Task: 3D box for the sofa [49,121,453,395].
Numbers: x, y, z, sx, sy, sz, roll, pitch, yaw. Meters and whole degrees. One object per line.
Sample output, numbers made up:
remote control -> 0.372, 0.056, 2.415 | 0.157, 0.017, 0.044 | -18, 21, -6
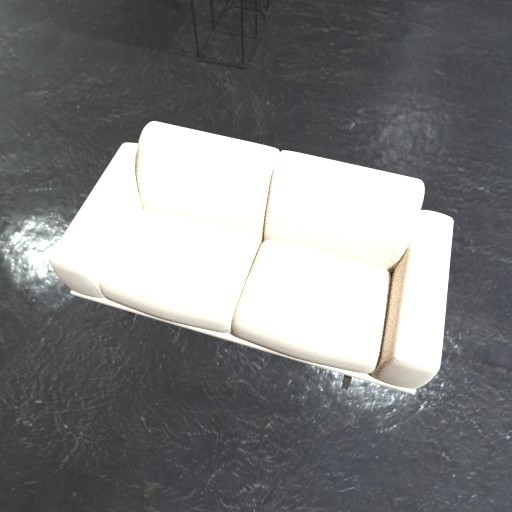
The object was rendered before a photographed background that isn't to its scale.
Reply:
sofa -> 0.000, 0.000, 2.360 | 1.901, 0.772, 0.900 | 15, 59, 9
